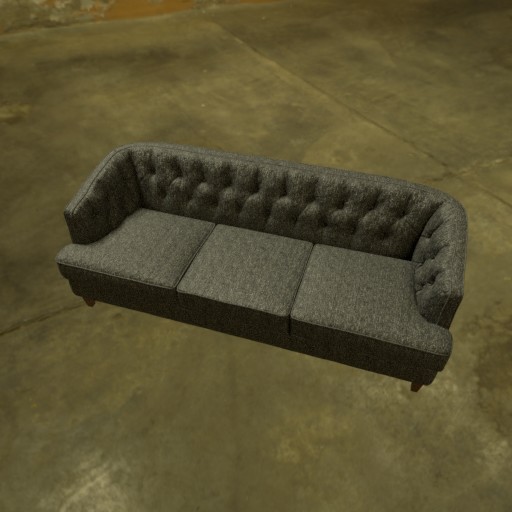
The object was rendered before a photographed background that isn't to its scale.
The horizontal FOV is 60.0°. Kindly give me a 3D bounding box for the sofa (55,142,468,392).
[{"bbox_3d":[0.000,0.000,2.725,2.278,0.855,0.941,12,43,13],"label":"sofa"}]
